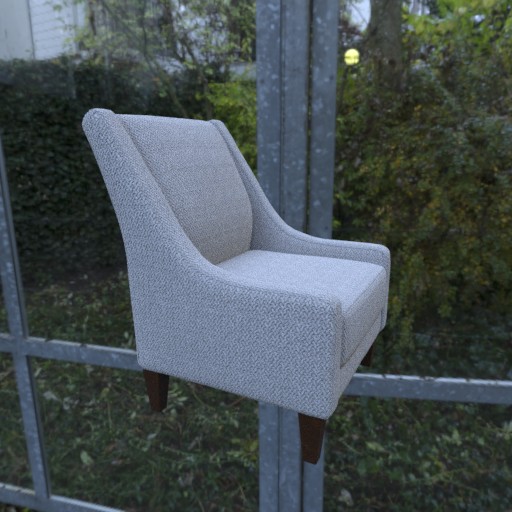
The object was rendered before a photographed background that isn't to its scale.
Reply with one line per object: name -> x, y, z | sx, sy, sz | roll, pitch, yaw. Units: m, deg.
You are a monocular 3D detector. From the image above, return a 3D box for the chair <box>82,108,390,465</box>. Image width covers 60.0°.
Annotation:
chair -> 0.000, 0.000, 1.635 | 0.870, 1.014, 0.774 | 7, 15, 26
